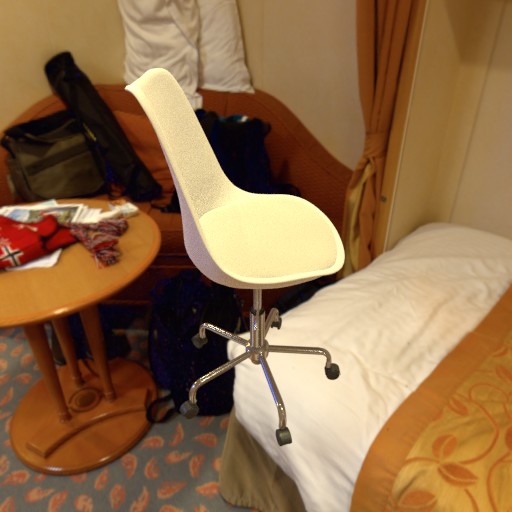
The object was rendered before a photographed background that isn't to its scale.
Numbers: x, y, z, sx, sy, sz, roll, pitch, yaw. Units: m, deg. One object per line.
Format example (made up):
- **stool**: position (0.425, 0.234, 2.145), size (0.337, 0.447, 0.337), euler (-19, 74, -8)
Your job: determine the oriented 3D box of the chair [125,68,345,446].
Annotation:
- **chair**: position (0.000, 0.000, 1.226), size (0.550, 0.930, 0.550), euler (0, 31, 0)
